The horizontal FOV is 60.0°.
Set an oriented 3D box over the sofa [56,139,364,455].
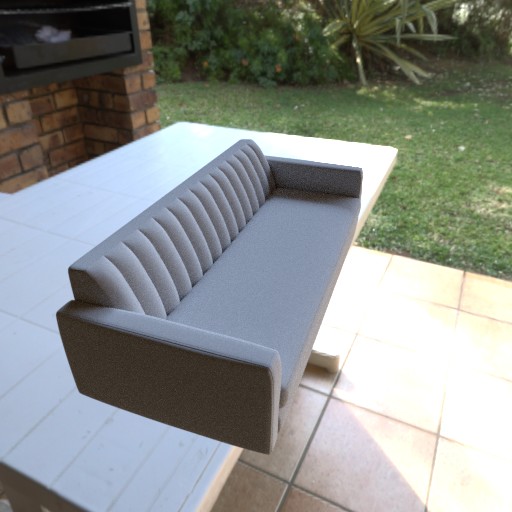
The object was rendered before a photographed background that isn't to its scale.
[{"bbox_3d":[0.000,0.000,2.714,0.990,0.821,2.291,11,33,17],"label":"sofa"}]
